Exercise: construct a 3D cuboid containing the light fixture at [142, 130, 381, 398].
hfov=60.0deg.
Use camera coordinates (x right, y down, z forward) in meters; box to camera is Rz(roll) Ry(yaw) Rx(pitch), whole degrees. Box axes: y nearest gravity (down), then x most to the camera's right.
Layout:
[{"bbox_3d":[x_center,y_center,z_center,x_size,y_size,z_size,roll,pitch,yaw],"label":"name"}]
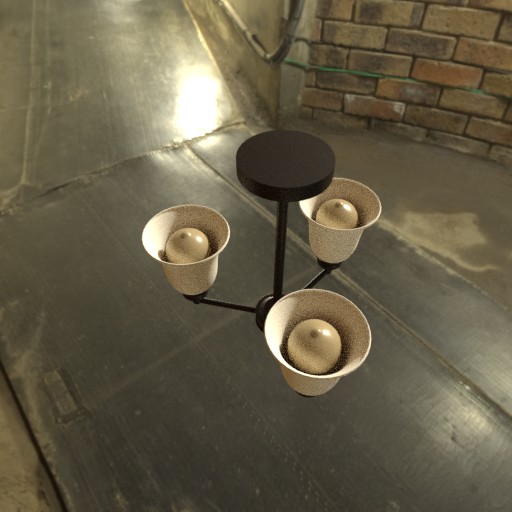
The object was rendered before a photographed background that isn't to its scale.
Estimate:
[{"bbox_3d":[0.000,0.000,0.676,0.354,0.370,0.388,10,48,9],"label":"light fixture"}]
